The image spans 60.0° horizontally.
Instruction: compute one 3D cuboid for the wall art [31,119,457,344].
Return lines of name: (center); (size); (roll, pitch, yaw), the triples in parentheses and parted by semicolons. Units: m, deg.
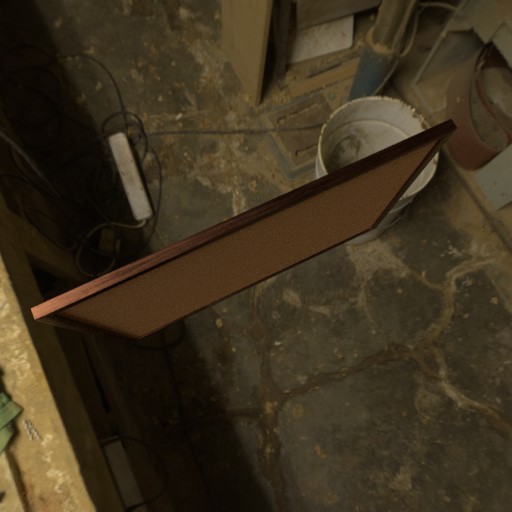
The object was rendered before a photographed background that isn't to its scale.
wall art: (0.000, 0.000, 0.556); (0.431, 0.304, 0.012); (-25, 76, -7)
